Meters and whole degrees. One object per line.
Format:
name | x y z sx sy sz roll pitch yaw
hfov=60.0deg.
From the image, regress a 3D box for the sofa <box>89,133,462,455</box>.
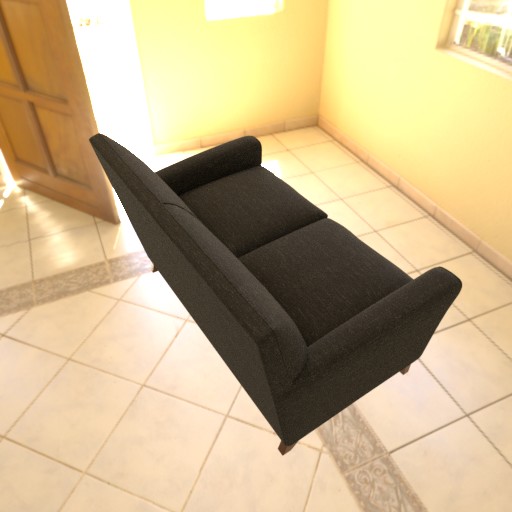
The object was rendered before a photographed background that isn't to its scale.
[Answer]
sofa | 0.000 0.000 1.968 0.875 0.846 1.420 -23 46 -25
